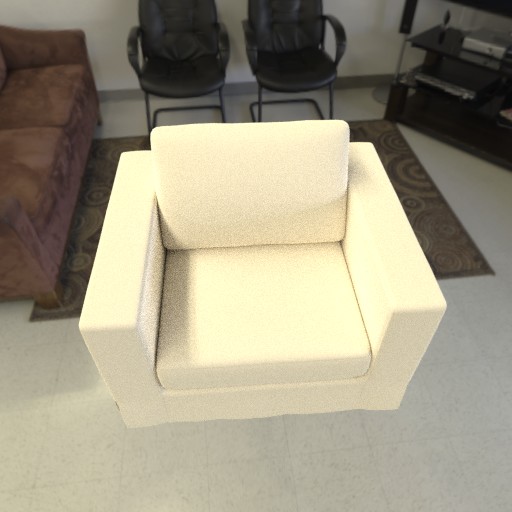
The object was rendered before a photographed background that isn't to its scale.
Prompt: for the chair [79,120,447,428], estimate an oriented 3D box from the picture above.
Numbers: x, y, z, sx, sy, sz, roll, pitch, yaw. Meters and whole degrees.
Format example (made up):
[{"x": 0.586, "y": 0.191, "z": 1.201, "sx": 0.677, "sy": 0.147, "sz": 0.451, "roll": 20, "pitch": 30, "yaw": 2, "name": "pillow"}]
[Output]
[{"x": 0.000, "y": 0.000, "z": 1.781, "sx": 1.150, "sy": 0.878, "sz": 0.957, "roll": -3, "pitch": 46, "yaw": -3, "name": "chair"}]
